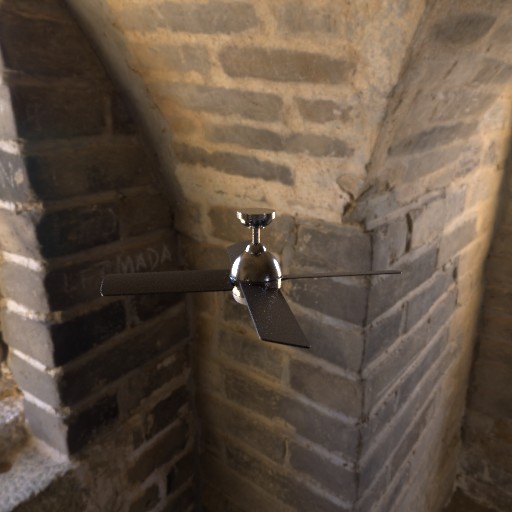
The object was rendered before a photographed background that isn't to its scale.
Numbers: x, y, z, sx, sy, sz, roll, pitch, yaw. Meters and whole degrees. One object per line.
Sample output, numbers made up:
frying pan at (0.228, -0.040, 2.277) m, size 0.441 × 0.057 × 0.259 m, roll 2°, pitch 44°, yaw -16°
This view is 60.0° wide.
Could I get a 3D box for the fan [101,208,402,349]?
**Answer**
fan at (0.000, 0.000, 1.962) m, size 1.332 × 0.403 × 1.332 m, roll -2°, pitch 15°, yaw -8°
